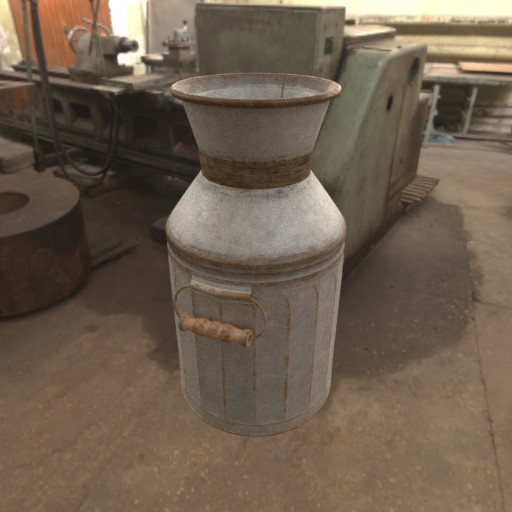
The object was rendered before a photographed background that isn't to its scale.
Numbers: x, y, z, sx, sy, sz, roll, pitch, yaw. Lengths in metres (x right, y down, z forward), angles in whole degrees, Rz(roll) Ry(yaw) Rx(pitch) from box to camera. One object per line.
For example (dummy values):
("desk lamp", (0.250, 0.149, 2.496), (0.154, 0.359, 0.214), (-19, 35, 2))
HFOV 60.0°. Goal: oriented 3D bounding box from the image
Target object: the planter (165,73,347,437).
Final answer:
("planter", (0.000, 0.000, 0.542), (0.214, 0.396, 0.245), (11, 31, 18))
